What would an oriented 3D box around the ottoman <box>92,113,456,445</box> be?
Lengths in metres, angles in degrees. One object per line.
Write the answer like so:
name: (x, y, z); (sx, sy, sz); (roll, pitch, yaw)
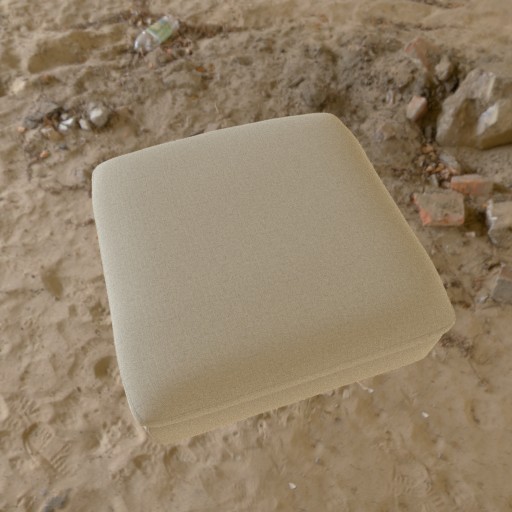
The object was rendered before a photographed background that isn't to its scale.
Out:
ottoman: (0.000, 0.000, 1.557); (0.996, 0.467, 0.977); (-15, 60, -9)
